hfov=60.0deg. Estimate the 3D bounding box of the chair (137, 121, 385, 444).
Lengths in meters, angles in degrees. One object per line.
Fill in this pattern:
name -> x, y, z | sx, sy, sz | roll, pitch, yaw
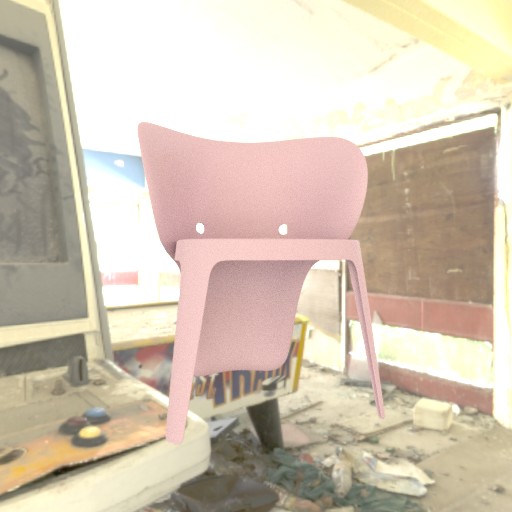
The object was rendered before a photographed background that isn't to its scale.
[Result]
chair -> 0.000, 0.000, 0.872 | 0.451, 0.554, 0.402 | 0, 1, -17
